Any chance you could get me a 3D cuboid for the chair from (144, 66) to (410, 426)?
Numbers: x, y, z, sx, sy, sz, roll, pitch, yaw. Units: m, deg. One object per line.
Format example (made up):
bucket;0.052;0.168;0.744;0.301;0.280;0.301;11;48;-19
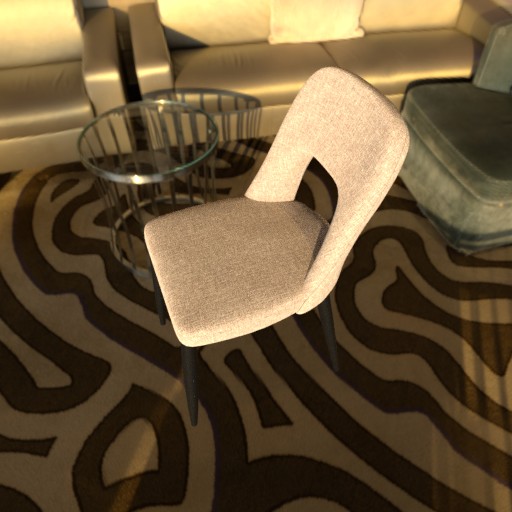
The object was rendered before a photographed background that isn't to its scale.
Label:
chair;0.000;0.000;1.291;0.612;0.931;0.470;-16;49;-15
